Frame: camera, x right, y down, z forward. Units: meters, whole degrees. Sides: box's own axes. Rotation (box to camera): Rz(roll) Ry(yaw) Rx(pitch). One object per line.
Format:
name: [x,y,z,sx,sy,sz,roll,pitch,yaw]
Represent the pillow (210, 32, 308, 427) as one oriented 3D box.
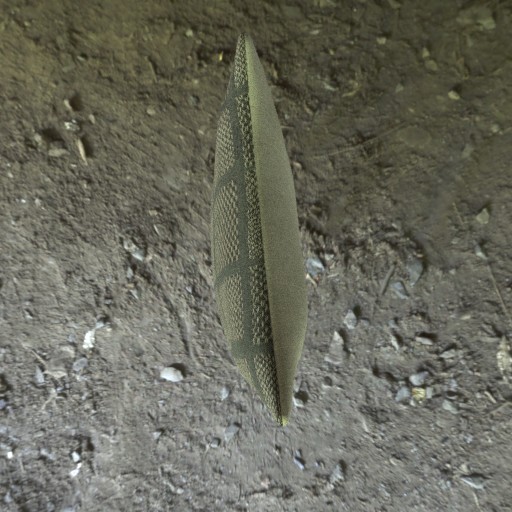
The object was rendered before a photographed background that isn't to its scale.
pillow: [0.000,0.000,0.668,0.138,0.432,0.435,-5,76,-1]
